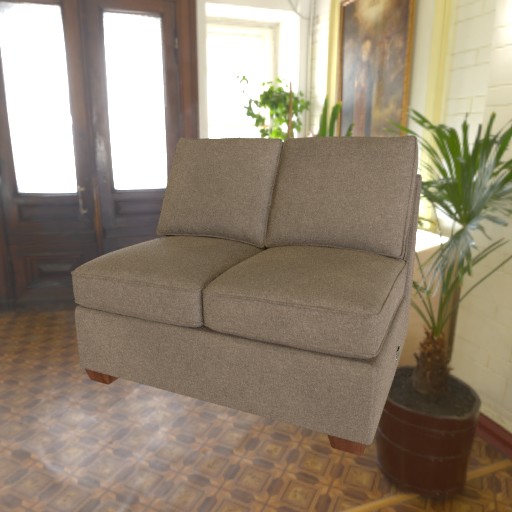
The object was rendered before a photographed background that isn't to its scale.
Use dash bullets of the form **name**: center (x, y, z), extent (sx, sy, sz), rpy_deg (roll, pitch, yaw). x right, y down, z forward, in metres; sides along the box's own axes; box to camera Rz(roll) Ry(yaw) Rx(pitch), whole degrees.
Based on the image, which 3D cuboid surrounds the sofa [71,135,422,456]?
- **sofa**: center (0.000, 0.000, 1.911), extent (1.237, 1.008, 0.951), rpy_deg (6, 15, 24)
